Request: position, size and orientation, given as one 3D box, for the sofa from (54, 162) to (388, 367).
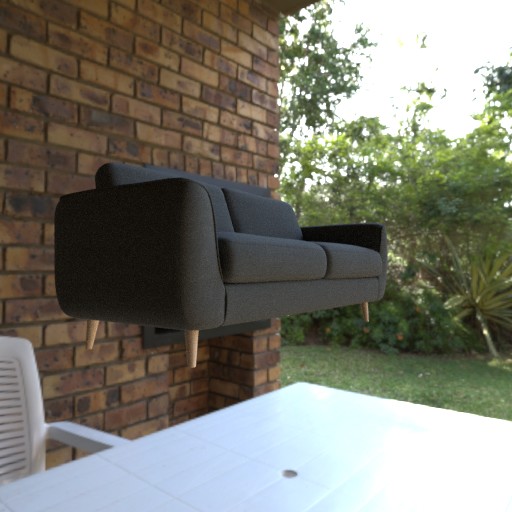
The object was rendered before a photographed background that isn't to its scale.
[{"bbox_3d":[0.000,0.000,2.484,0.920,0.850,2.000,-1,-2,35],"label":"sofa"}]
